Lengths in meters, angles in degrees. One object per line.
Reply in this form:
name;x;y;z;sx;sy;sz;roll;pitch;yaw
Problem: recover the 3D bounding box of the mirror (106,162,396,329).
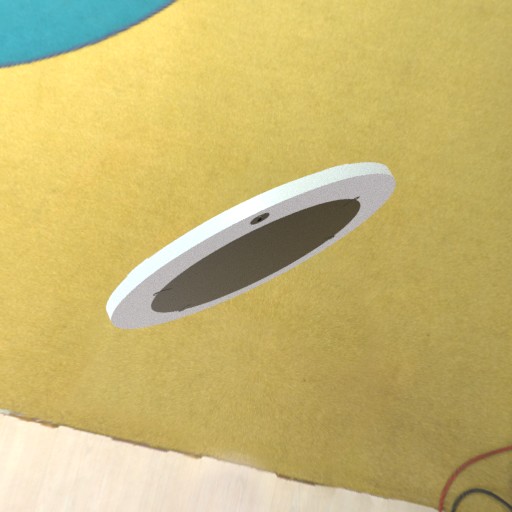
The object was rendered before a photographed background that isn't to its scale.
mirror;0.000;0.000;1.354;0.914;0.914;0.038;-26;78;-6
